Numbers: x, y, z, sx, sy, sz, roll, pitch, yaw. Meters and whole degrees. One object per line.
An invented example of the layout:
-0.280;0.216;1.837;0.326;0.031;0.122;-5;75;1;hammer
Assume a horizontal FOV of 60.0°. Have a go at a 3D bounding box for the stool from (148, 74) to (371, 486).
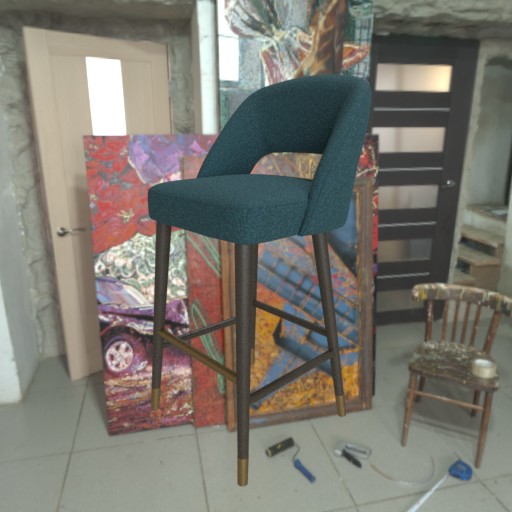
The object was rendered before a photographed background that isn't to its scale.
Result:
0.000;0.000;1.315;0.522;1.032;0.536;-14;21;-40;stool
